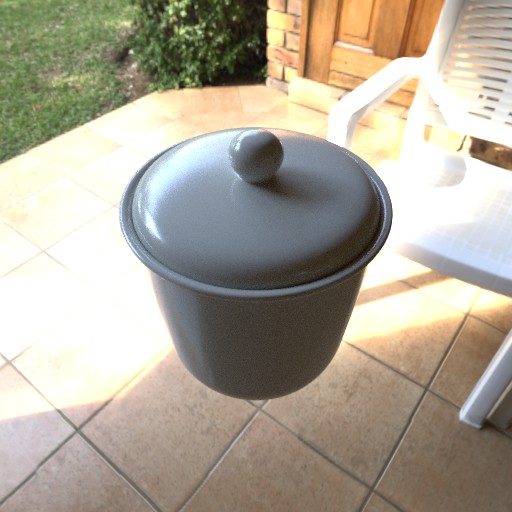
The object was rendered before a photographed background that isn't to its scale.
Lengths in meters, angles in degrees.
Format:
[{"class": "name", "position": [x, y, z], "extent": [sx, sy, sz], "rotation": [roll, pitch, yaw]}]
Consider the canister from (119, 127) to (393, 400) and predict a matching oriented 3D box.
[{"class": "canister", "position": [0.000, 0.000, 0.341], "extent": [0.182, 0.208, 0.182], "rotation": [0, 45, 0]}]
